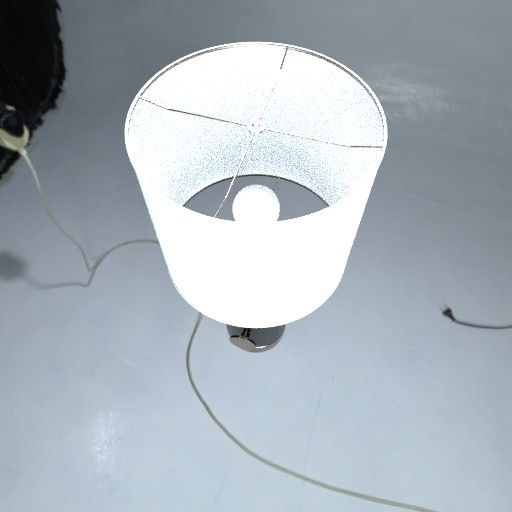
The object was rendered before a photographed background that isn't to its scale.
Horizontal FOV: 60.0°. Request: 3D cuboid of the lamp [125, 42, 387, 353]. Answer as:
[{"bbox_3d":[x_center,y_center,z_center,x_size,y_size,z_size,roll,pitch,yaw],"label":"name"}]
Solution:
[{"bbox_3d":[0.000,0.000,0.616,0.241,0.482,0.240,14,59,9],"label":"lamp"}]
